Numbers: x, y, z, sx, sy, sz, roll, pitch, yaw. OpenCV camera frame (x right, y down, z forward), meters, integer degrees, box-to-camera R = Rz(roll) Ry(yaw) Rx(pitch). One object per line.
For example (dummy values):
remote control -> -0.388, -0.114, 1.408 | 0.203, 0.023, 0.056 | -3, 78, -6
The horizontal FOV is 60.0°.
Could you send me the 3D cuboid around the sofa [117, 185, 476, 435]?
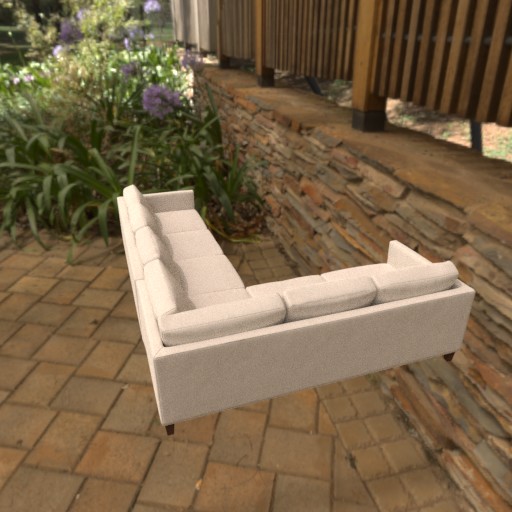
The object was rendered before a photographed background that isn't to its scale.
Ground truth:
sofa -> 0.000, 0.000, 4.431 | 2.432, 0.863, 3.182 | -9, 28, -17
